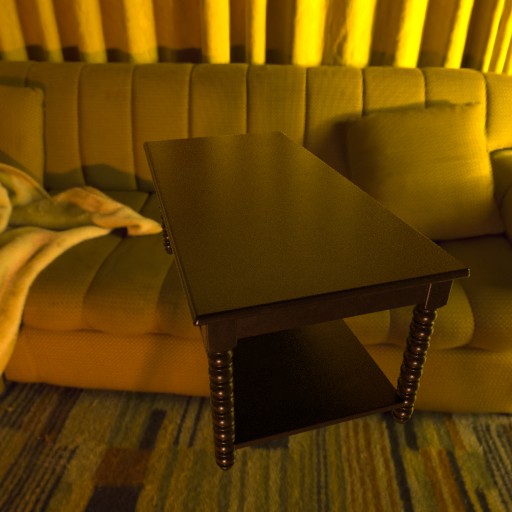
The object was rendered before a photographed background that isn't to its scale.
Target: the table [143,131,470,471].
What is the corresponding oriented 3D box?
[{"bbox_3d":[0.000,0.000,1.438,0.580,0.487,1.171,-8,31,-14],"label":"table"}]
